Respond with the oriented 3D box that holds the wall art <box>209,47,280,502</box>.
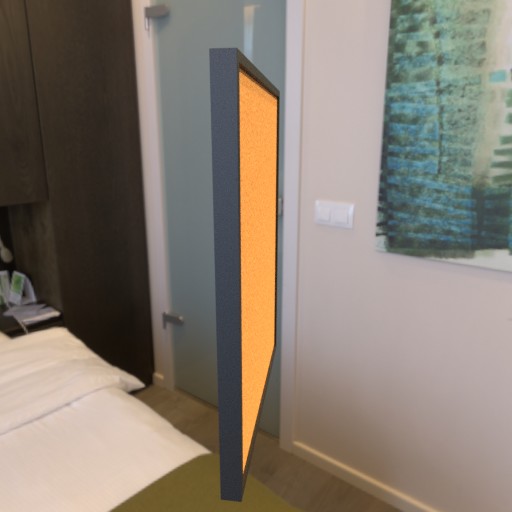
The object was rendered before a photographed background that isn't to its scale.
[{"bbox_3d":[0.000,0.000,0.740,0.029,0.559,0.457,2,15,8],"label":"wall art"}]
